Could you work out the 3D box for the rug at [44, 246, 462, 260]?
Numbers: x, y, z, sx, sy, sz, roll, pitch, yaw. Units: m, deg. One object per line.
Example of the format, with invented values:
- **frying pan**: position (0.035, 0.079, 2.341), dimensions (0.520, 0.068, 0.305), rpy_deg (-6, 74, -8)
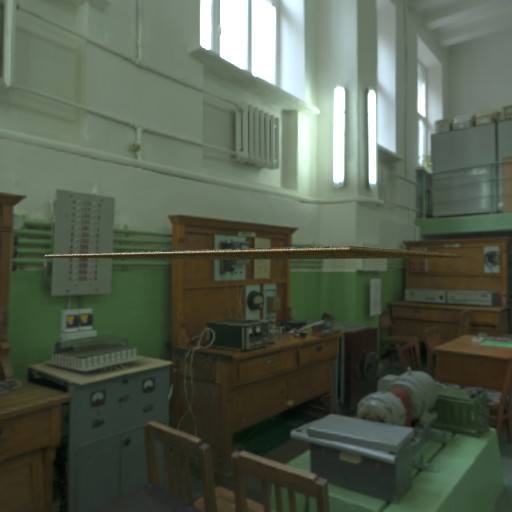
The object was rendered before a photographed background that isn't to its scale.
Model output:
- **rug**: position (0.000, 0.000, 4.126), dimensions (3.040, 0.031, 2.435), rpy_deg (-1, -1, 37)
